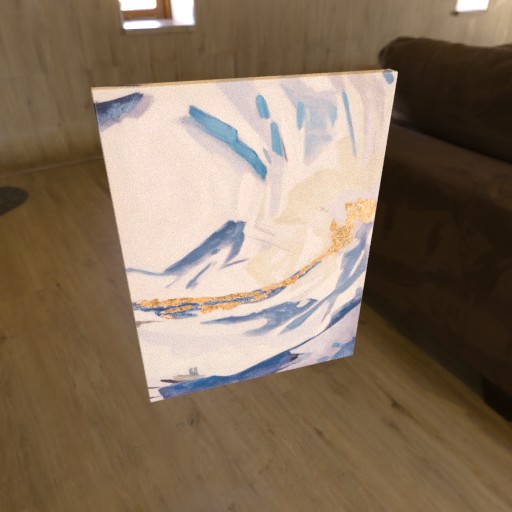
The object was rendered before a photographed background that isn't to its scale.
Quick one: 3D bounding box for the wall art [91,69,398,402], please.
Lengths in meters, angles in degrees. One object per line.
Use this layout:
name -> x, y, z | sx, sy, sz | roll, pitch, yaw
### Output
wall art -> 0.000, 0.000, 1.342 | 0.761, 1.015, 0.038 | -9, 33, -14
